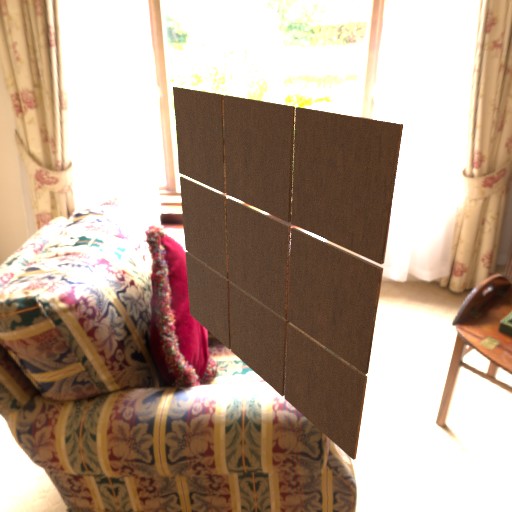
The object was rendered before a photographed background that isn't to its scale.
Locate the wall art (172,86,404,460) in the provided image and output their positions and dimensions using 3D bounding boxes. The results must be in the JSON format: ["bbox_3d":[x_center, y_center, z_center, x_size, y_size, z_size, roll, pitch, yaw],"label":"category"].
[{"bbox_3d":[0.000,0.000,1.814,0.013,1.213,1.215,-19,32,-33],"label":"wall art"}]
